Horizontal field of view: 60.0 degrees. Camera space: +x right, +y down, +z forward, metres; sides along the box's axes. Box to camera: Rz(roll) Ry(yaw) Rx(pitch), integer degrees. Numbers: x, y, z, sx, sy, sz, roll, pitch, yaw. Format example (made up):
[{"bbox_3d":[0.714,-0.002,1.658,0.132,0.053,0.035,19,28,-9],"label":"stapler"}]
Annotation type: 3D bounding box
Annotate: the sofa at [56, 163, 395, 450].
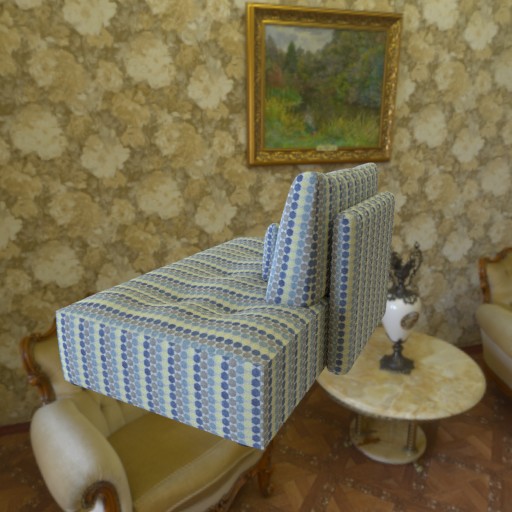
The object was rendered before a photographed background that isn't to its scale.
[{"bbox_3d":[0.000,0.000,2.033,1.000,0.820,1.450,8,17,27],"label":"sofa"}]
